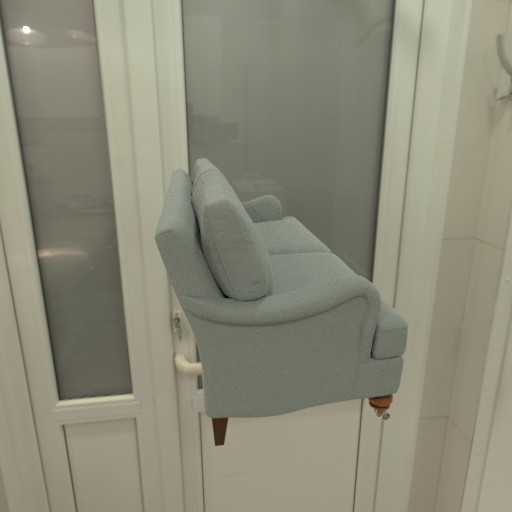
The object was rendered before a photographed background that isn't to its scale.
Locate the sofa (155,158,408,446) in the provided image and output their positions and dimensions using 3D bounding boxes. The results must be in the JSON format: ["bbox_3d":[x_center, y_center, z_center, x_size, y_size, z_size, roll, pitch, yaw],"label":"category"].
[{"bbox_3d":[0.000,0.000,2.821,1.069,1.096,2.193,-2,17,-8],"label":"sofa"}]
